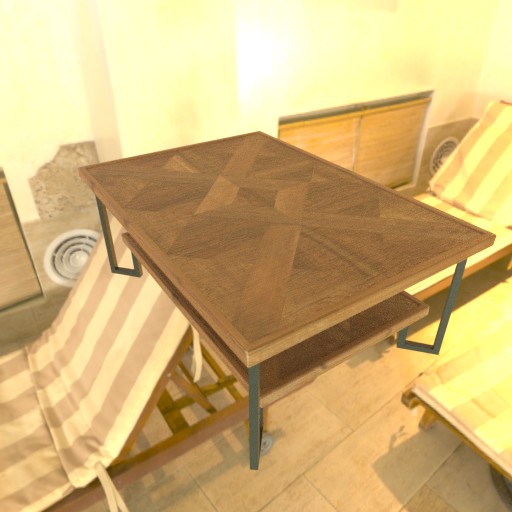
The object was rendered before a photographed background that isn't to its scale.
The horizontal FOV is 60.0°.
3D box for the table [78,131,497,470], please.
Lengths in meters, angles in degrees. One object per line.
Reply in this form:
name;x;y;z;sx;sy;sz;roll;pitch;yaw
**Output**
table;0.000;0.000;1.659;0.877;0.492;1.238;-20;38;-28
